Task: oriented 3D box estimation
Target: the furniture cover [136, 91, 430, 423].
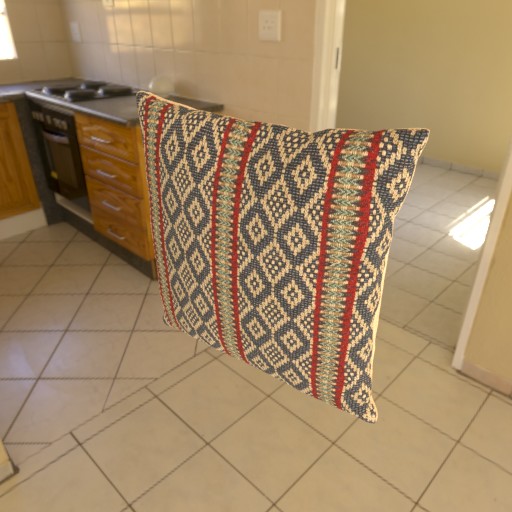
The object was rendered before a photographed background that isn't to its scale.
[{"bbox_3d":[0.000,0.000,0.660,0.431,0.431,0.139,18,34,30],"label":"furniture cover"}]
